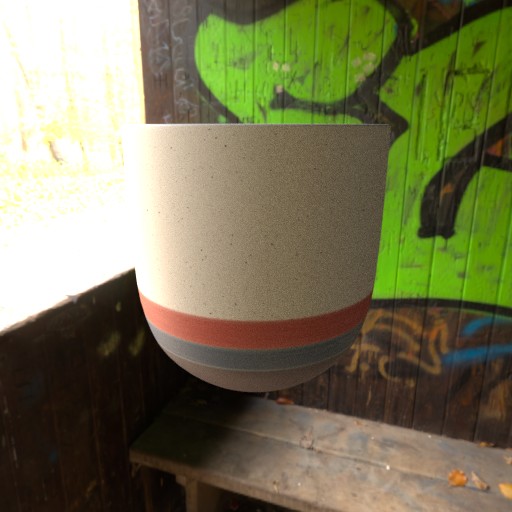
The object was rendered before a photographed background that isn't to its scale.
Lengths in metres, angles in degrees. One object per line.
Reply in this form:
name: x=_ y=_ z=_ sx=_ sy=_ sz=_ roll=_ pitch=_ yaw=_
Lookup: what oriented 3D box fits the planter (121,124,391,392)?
planter: x=0.000 y=0.000 z=0.378 sx=0.204 sy=0.214 sz=0.204 roll=0 pitch=16 yaw=0
